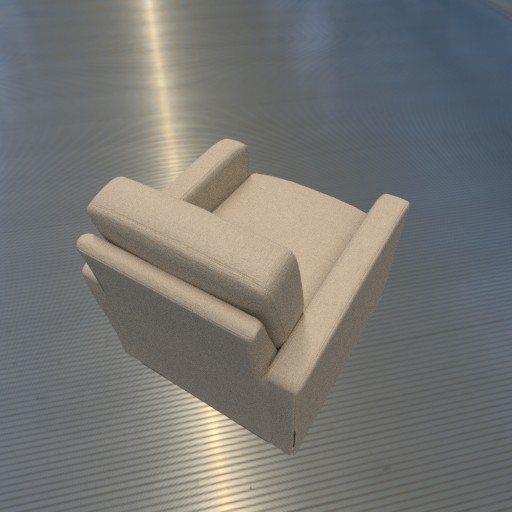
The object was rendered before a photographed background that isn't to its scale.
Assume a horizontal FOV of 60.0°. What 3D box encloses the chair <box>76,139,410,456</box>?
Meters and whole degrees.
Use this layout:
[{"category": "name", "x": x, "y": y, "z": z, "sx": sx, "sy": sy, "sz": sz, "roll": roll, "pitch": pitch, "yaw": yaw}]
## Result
[{"category": "chair", "x": 0.000, "y": 0.000, "z": 1.493, "sx": 0.755, "sy": 0.827, "sz": 0.888, "roll": 24, "pitch": 51, "yaw": 22}]
